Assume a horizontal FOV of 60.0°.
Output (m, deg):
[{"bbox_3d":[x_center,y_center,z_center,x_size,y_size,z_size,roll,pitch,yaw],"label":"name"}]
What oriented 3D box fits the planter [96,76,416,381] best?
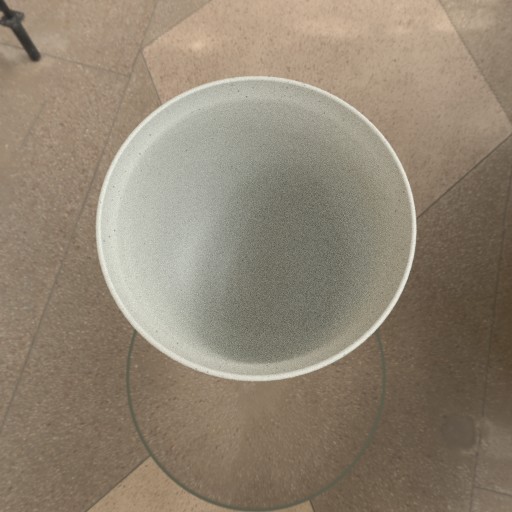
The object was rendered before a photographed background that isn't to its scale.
[{"bbox_3d":[0.000,0.000,0.385,0.204,0.214,0.204,0,76,0],"label":"planter"}]
